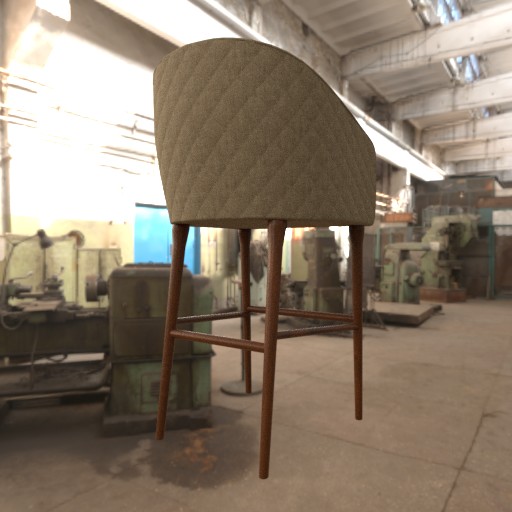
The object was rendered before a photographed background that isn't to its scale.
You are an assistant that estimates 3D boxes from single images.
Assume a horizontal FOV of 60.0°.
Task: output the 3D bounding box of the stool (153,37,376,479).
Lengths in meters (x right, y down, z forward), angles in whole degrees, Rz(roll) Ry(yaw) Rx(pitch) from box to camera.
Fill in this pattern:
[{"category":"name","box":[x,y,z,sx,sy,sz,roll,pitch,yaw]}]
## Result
[{"category":"stool","box":[0.000,0.000,1.370,0.559,1.078,0.607,1,1,36]}]
